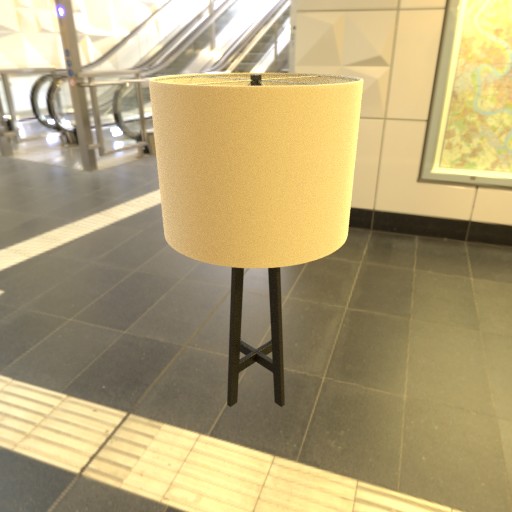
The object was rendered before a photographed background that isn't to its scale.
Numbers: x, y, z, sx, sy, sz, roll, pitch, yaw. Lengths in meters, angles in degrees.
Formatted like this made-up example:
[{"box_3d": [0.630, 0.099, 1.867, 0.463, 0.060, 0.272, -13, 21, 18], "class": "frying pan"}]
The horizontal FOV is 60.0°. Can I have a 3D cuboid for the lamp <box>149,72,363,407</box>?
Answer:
[{"box_3d": [0.000, 0.000, 0.646, 0.257, 0.489, 0.257, 0, 25, 0], "class": "lamp"}]
